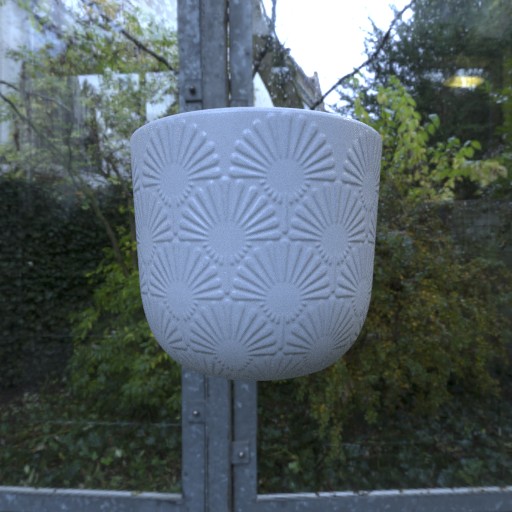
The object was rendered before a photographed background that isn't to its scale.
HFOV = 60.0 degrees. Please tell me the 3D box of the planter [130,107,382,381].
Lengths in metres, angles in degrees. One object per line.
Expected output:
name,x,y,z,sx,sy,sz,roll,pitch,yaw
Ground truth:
planter,0.000,0.000,0.309,0.170,0.152,0.170,0,0,0
